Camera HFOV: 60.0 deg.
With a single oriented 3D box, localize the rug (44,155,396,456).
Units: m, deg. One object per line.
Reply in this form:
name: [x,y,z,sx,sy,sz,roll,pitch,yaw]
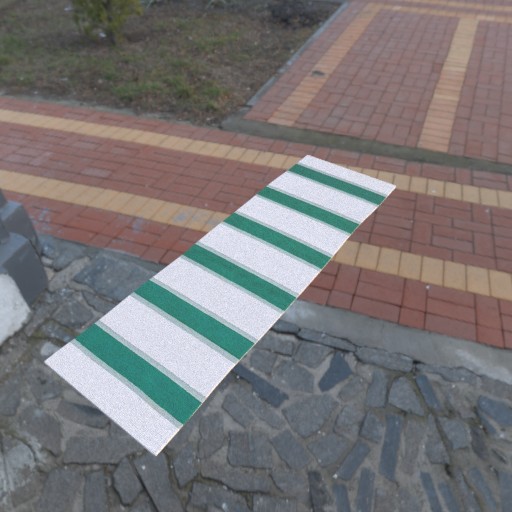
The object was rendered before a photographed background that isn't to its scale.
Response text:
rug: [0.000,0.000,2.698,0.768,0.012,2.438,26,49,26]
